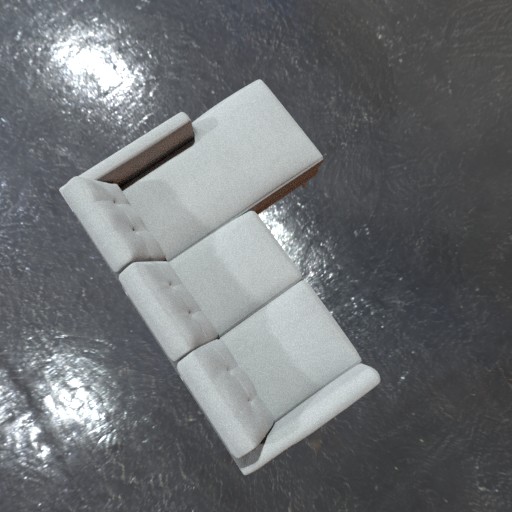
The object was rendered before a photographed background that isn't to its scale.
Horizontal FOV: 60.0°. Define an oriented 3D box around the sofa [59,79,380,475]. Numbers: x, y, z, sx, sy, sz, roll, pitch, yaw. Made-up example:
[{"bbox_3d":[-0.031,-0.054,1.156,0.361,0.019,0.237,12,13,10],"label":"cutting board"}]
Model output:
[{"bbox_3d":[0.000,0.000,2.813,1.530,0.860,2.040,-35,80,-7],"label":"sofa"}]
